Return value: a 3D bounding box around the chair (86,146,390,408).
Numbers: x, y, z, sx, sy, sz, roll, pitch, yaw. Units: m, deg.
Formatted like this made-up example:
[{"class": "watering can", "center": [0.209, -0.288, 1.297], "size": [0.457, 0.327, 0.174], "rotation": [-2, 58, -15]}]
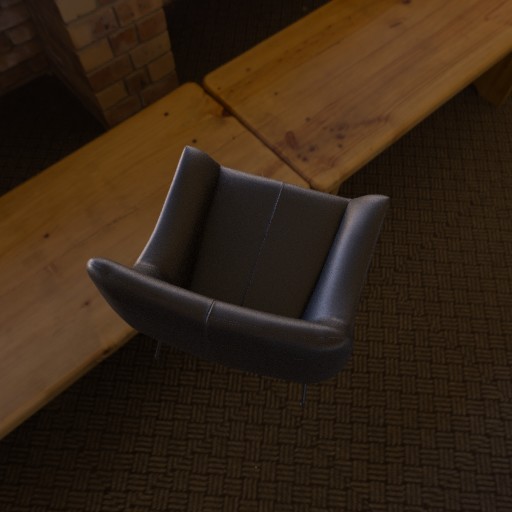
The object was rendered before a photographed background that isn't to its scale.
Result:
[{"class": "chair", "center": [0.000, 0.000, 1.591], "size": [0.836, 0.922, 0.826], "rotation": [16, 66, 7]}]
